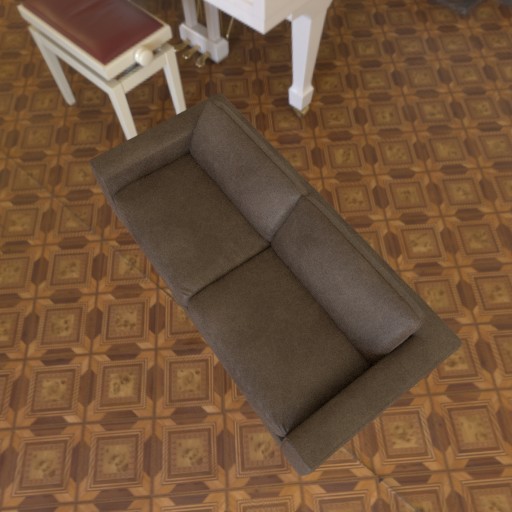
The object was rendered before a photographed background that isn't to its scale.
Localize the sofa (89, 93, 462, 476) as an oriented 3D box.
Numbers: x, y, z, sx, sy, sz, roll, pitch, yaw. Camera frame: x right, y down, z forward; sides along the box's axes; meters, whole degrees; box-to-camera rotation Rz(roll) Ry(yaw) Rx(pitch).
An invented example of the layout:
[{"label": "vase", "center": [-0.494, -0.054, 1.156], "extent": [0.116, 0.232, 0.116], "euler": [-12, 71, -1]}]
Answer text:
[{"label": "sofa", "center": [0.000, 0.000, 2.721], "extent": [1.070, 0.801, 2.262], "euler": [-33, 67, -16]}]
